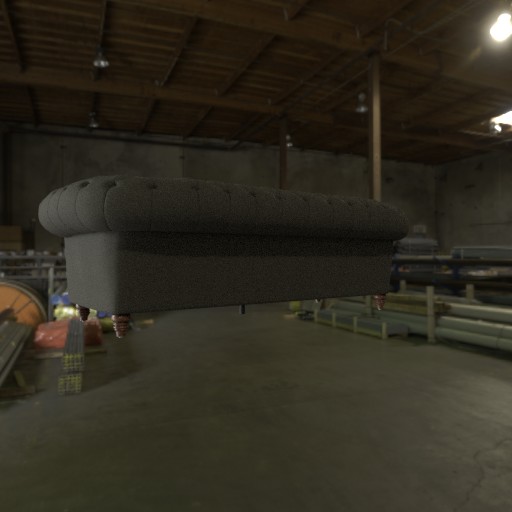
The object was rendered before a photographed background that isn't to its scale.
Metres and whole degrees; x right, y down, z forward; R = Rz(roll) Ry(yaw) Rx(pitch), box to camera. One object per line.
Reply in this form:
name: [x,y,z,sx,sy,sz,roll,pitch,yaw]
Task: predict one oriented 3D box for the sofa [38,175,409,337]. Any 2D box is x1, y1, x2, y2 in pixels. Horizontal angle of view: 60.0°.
sofa: [0.000,0.000,2.793,2.362,0.762,0.991,0,0,-36]
